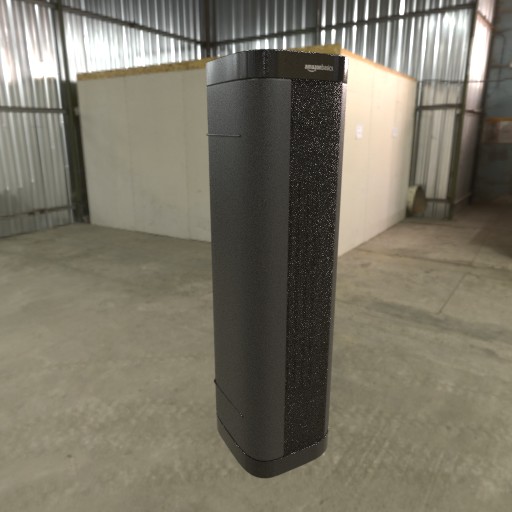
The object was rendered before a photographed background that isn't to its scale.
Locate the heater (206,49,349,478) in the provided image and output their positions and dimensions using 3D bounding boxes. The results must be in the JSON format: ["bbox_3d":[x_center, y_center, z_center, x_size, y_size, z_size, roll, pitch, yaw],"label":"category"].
[{"bbox_3d":[0.000,0.000,0.700,0.174,0.552,0.312,-9,18,-27],"label":"heater"}]
